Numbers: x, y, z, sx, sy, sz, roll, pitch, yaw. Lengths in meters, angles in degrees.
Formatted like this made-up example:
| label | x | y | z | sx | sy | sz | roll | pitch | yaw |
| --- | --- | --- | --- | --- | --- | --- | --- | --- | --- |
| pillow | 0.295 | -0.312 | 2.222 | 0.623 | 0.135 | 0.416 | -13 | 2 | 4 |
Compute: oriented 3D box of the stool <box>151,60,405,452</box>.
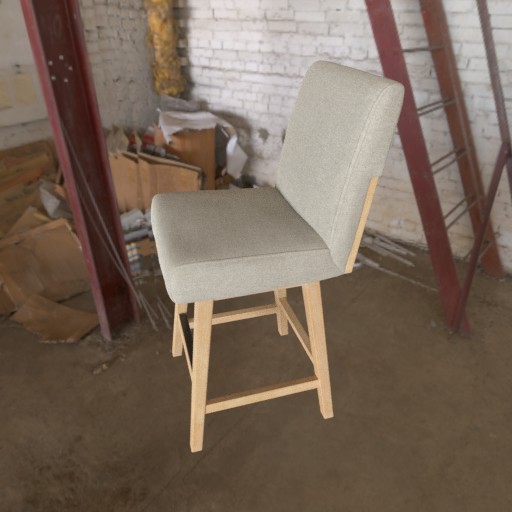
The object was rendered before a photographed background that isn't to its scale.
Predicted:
| label | x | y | z | sx | sy | sz | roll | pitch | yaw |
| --- | --- | --- | --- | --- | --- | --- | --- | --- | --- |
| stool | 0.000 | 0.000 | 1.400 | 0.606 | 1.085 | 0.507 | -8 | 31 | -14 |
